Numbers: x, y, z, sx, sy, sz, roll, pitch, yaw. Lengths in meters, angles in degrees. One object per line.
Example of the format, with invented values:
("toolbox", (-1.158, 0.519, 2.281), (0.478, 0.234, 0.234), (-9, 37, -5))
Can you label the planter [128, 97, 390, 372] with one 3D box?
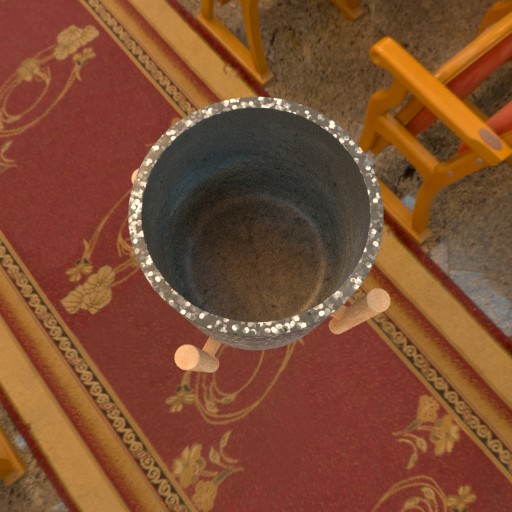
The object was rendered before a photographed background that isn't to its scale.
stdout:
("planter", (0.000, 0.000, 0.540), (0.284, 0.320, 0.284), (-38, 78, -10))
